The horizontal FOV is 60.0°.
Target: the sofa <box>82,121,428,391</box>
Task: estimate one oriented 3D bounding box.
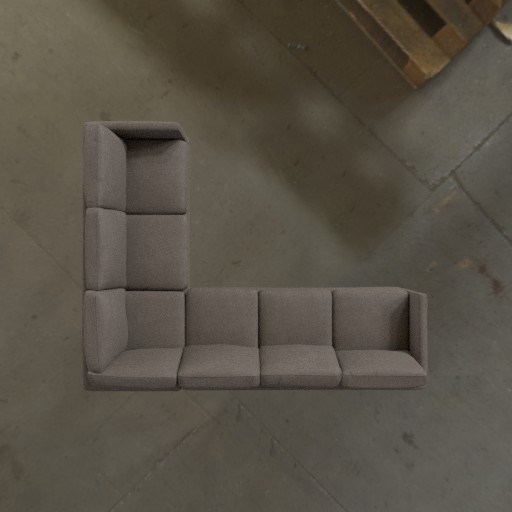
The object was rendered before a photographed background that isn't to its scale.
[{"bbox_3d":[0.000,0.000,4.435,3.302,0.947,2.593,0,90,0],"label":"sofa"}]
